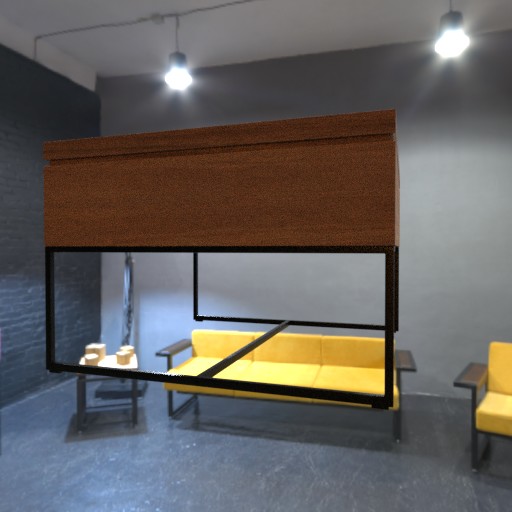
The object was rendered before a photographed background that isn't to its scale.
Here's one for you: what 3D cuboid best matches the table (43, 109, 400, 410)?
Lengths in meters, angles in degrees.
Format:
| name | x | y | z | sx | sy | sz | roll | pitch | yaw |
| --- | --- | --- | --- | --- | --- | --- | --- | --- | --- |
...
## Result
| name | x | y | z | sx | sy | sz | roll | pitch | yaw |
| --- | --- | --- | --- | --- | --- | --- | --- | --- | --- |
| table | 0.000 | 0.000 | 1.107 | 0.676 | 0.464 | 0.679 | 0 | 1 | 18 |
